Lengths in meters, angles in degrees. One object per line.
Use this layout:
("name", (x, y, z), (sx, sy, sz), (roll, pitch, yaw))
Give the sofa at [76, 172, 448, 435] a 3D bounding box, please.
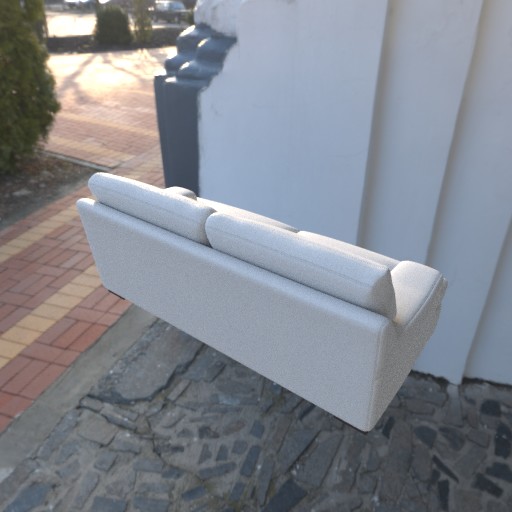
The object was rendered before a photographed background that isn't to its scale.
("sofa", (0.000, 0.000, 2.908), (2.261, 0.940, 1.143), (21, 36, 31))
